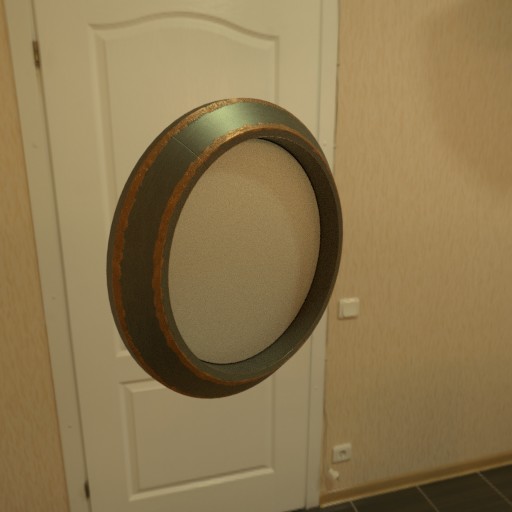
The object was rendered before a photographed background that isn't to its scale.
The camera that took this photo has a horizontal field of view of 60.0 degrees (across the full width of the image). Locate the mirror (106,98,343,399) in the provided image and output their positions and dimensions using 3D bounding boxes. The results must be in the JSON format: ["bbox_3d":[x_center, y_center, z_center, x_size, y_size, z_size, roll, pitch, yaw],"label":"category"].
[{"bbox_3d":[0.000,0.000,1.343,0.907,0.907,0.111,-14,20,-43],"label":"mirror"}]
